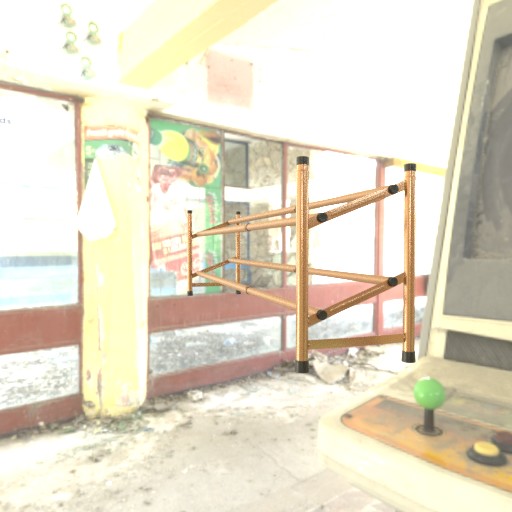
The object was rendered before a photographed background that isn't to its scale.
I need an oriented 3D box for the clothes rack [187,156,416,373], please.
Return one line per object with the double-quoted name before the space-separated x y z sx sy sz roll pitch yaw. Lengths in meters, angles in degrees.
"clothes rack" 0.000 0.000 1.295 0.229 0.349 1.168 0 1 -18
